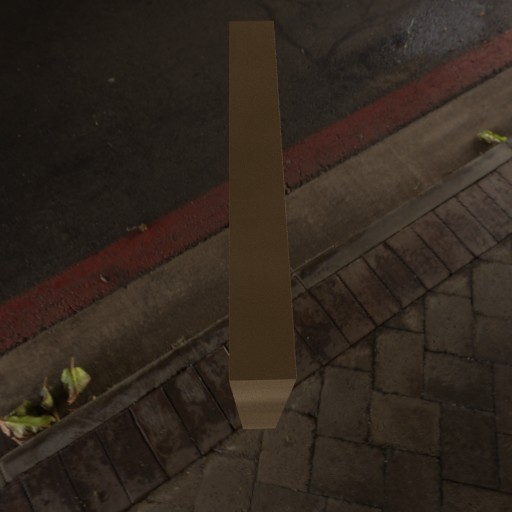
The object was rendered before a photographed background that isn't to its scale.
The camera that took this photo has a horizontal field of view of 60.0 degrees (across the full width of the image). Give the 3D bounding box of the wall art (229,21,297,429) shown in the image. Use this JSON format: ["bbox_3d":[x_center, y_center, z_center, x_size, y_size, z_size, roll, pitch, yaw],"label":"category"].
[{"bbox_3d":[0.000,0.000,0.453,0.038,0.303,0.305,-1,64,-1],"label":"wall art"}]
